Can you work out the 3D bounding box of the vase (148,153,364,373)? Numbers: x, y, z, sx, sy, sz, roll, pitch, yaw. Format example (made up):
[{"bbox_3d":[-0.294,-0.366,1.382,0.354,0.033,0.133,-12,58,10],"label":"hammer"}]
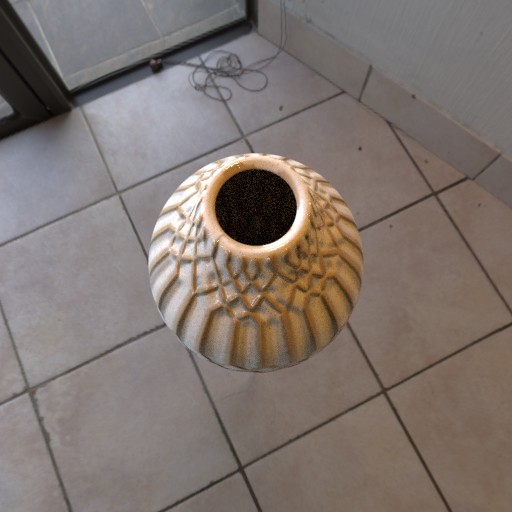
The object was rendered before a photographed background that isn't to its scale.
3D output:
[{"bbox_3d":[0.000,0.000,0.312,0.159,0.200,0.159,0,75,0],"label":"vase"}]
